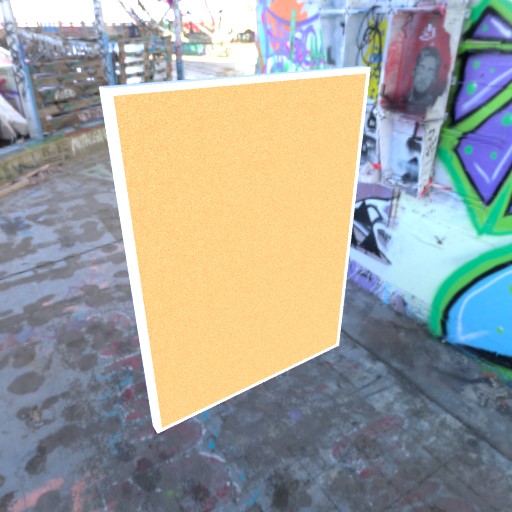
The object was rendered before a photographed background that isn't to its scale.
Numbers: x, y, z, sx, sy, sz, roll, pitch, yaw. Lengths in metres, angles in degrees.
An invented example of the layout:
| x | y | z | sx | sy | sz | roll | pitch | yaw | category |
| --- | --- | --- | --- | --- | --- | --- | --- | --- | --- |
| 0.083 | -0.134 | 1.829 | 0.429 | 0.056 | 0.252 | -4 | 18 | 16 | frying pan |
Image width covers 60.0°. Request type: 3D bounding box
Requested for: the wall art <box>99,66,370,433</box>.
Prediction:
| x | y | z | sx | sy | sz | roll | pitch | yaw | category |
| --- | --- | --- | --- | --- | --- | --- | --- | --- | --- |
| 0.000 | 0.000 | 1.607 | 0.914 | 1.221 | 0.046 | -18 | 33 | -29 | wall art |
